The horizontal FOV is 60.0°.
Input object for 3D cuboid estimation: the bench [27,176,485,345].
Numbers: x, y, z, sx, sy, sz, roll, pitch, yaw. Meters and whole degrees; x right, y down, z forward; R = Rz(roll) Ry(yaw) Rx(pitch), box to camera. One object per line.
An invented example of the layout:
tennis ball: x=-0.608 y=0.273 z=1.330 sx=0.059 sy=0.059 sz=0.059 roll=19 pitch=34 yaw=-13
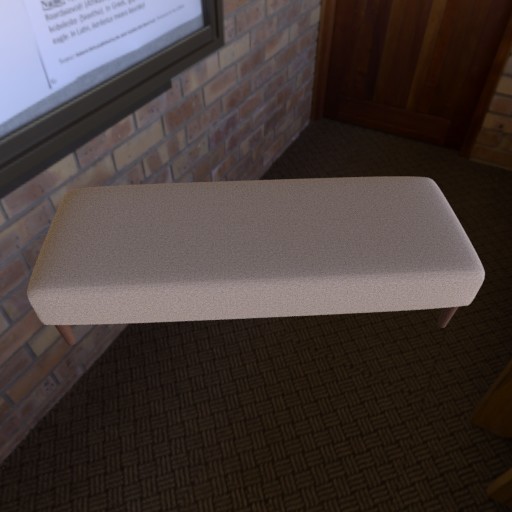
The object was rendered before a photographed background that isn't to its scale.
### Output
bench: x=0.000 y=0.000 z=1.838 sx=1.598 sy=0.383 sz=0.631 roll=-2 pitch=45 yaw=-2
